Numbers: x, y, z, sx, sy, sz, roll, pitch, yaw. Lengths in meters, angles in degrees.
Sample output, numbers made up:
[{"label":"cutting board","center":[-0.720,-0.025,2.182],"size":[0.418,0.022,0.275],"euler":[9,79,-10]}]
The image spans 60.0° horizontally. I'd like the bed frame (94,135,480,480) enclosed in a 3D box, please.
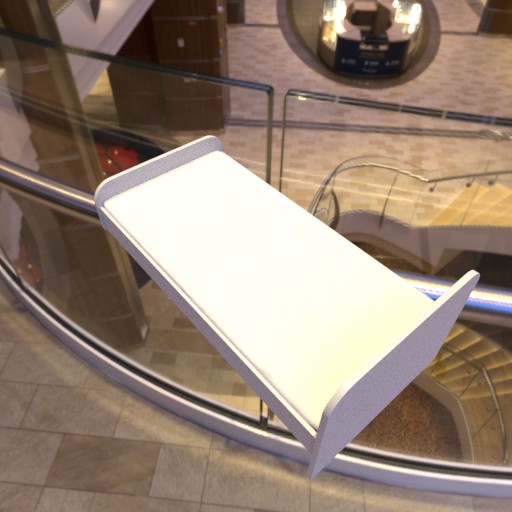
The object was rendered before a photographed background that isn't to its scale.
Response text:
[{"label":"bed frame","center":[0.000,0.000,2.523],"size":[0.998,0.805,1.963],"euler":[-32,54,-27]}]
